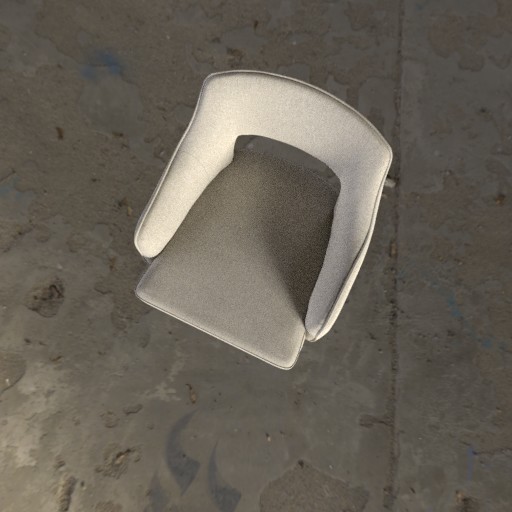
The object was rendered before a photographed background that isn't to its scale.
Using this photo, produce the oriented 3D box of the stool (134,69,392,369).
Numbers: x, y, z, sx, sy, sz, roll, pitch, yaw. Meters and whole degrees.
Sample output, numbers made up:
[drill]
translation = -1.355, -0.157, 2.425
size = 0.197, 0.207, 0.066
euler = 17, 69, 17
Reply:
[stool]
translation = 0.000, 0.000, 1.377
size = 0.550, 1.041, 0.560
euler = 25, 77, 6
